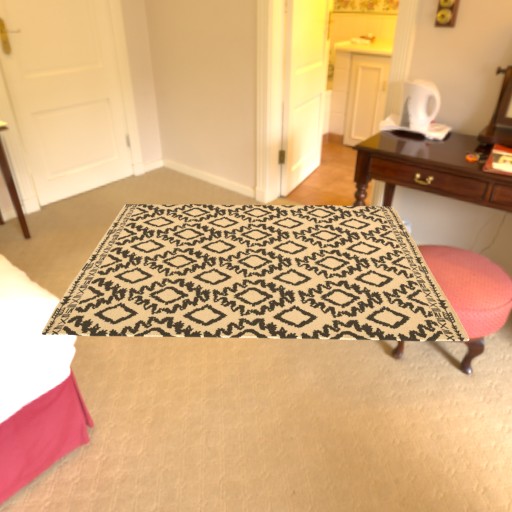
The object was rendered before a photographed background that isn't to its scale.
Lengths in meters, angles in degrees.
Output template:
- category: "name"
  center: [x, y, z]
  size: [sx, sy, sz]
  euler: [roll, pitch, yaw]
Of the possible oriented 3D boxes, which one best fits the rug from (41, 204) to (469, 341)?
- category: "rug"
  center: [0.000, 0.000, 4.475]
  size: [3.369, 0.036, 2.444]
  euler: [1, 31, 1]
